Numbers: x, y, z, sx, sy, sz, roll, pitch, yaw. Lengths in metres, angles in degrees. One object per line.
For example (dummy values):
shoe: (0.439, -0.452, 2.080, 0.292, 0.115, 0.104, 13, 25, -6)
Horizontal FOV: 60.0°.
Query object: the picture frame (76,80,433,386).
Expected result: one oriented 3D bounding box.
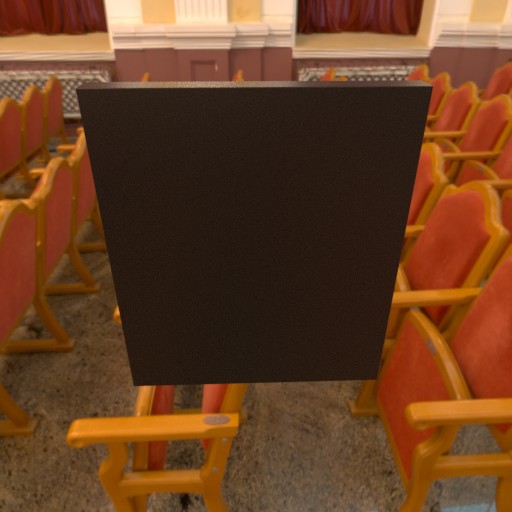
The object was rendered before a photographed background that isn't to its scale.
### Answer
picture frame: (0.000, 0.000, 0.516, 0.328, 0.378, 0.034, -1, 30, -2)
